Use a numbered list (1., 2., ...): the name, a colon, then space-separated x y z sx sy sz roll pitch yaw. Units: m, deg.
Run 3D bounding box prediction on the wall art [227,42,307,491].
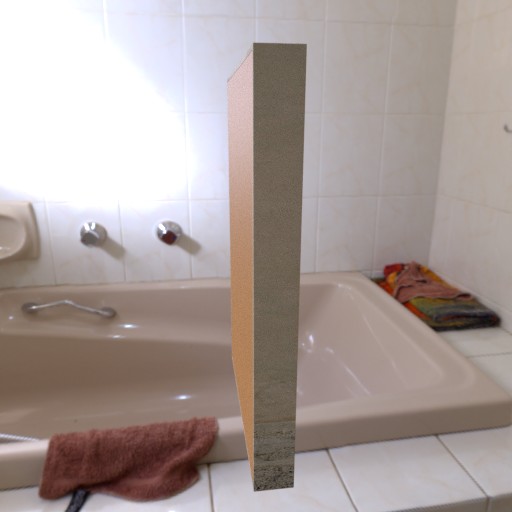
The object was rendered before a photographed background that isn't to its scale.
1. wall art: 0.000 0.000 0.481 0.038 0.381 0.254 -2 17 -7
